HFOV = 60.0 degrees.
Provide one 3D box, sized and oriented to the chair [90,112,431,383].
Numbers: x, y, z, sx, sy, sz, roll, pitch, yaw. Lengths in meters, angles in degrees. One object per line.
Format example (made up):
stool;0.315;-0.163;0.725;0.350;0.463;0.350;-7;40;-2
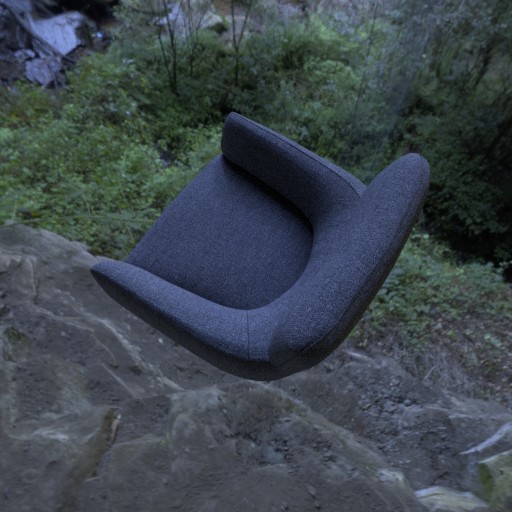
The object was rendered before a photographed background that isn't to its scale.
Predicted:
chair;0.000;0.000;1.363;0.715;0.812;0.706;31;68;14
